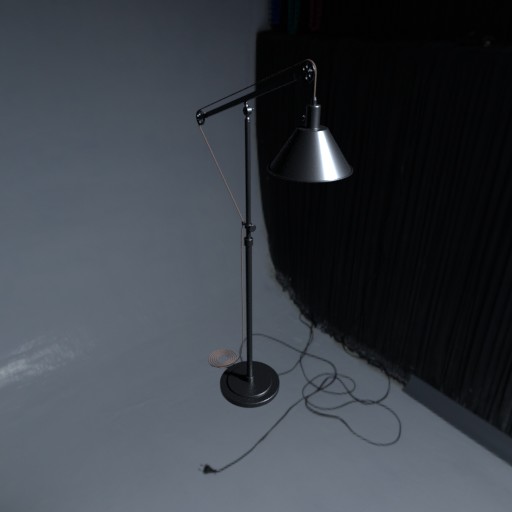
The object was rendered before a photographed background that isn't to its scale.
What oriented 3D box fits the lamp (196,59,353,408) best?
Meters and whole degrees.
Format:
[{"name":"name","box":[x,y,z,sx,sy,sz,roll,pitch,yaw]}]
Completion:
[{"name":"lamp","box":[0.000,0.000,1.959,0.319,1.626,0.904,-20,34,-32]}]
